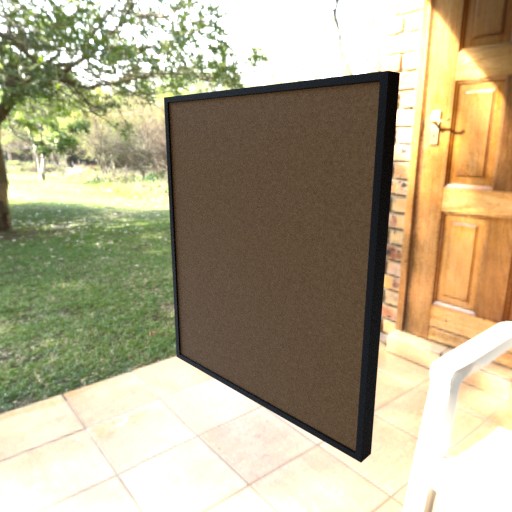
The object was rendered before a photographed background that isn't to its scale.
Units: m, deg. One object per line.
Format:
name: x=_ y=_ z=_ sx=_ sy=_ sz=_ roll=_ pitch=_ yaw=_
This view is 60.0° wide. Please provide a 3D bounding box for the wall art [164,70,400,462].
wall art: x=0.000 y=0.000 z=0.534 sx=0.019 sy=0.381 sz=0.330 roll=-14 pitch=20 yaw=-43
